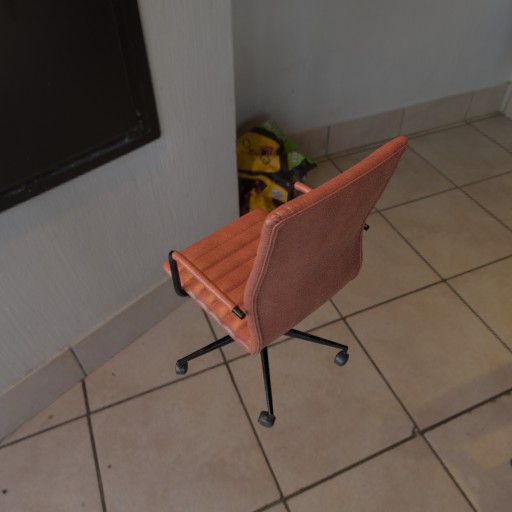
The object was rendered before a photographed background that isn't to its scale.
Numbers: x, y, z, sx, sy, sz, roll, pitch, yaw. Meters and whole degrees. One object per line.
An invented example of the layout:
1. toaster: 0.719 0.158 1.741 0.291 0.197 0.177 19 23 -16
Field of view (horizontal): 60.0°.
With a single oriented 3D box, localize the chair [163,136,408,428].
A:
1. chair: 0.000 0.000 1.300 0.600 0.878 0.578 -33 54 -28
